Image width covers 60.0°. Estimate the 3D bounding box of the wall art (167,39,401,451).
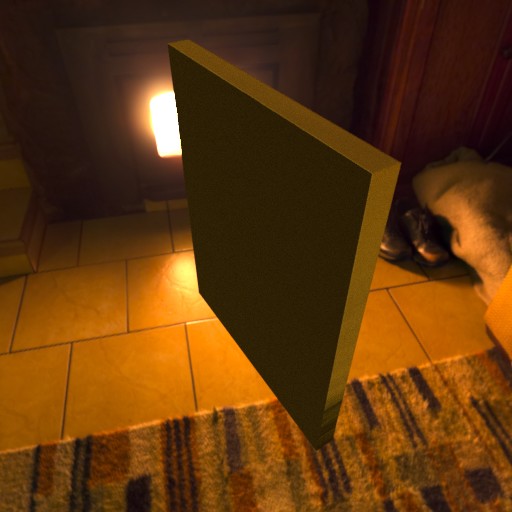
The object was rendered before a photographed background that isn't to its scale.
[{"bbox_3d":[0.000,0.000,0.801,0.040,0.608,0.489,-23,47,-24],"label":"wall art"}]
